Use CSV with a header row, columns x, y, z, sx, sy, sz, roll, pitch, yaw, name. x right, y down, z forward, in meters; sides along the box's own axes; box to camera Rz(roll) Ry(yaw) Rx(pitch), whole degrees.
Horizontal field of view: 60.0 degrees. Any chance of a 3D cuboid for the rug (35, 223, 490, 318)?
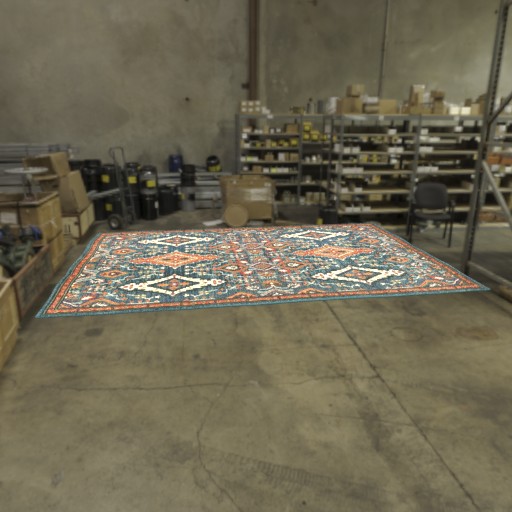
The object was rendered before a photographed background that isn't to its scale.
x,y,z,sx,sy,sz,roll,pitch,yaw,name
0.000,0.000,3.006,2.373,0.009,1.622,-3,18,-8,rug
